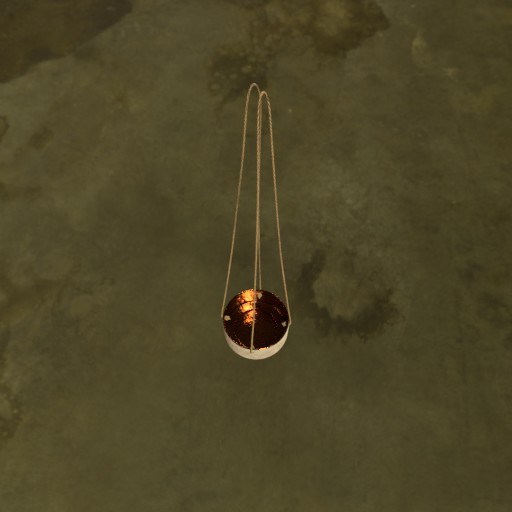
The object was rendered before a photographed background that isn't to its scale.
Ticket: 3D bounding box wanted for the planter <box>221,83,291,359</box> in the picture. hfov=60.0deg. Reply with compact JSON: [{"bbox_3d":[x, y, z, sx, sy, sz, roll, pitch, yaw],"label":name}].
[{"bbox_3d":[0.000,0.000,1.150,0.223,1.030,0.223,-34,64,-19],"label":"planter"}]
